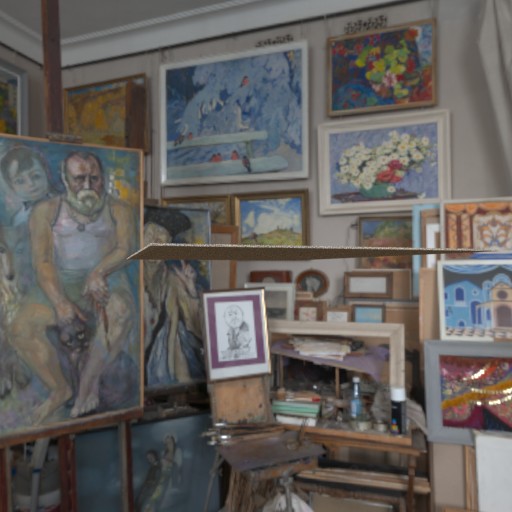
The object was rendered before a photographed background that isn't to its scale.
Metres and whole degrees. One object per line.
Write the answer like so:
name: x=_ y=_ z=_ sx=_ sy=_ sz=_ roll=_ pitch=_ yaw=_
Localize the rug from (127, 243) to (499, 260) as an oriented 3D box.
rug: x=0.000 y=0.000 z=2.141 sx=1.142 sy=0.006 sz=1.752 roll=1 pitch=-2 yaw=-18
